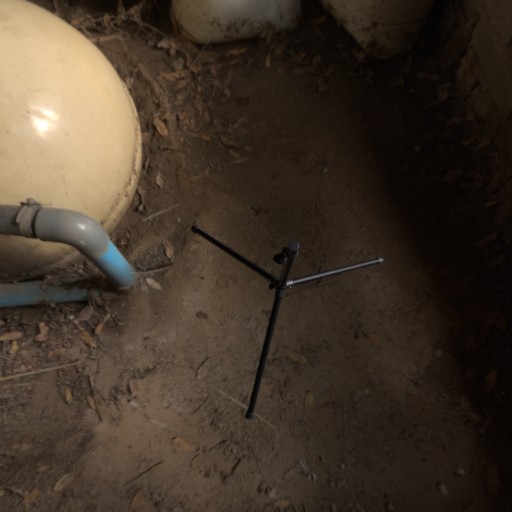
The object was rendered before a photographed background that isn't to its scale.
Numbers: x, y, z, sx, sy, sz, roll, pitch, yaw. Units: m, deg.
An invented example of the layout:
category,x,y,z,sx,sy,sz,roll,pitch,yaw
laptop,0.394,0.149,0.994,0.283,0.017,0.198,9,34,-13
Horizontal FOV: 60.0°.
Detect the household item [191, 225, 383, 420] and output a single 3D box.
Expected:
category,x,y,z,sx,sy,sz,roll,pitch,yaw
household item,0.000,0.000,2.708,1.339,1.595,1.596,42,79,10
